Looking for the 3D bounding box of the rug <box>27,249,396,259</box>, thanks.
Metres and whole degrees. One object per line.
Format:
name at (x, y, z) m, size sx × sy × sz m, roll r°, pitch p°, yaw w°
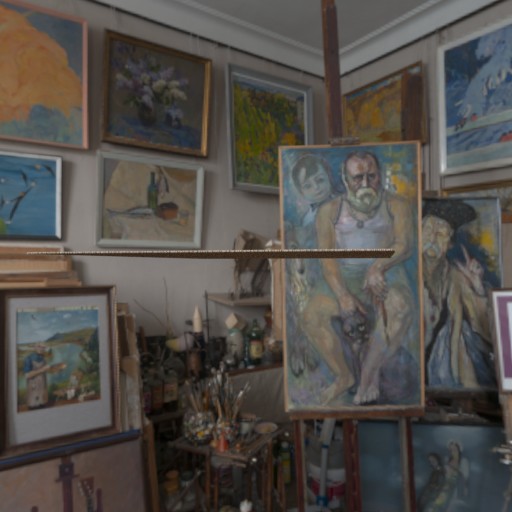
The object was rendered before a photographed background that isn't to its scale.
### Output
rug at (0.000, 0.000, 4.116) m, size 2.439 × 0.013 × 3.048 m, roll 0°, pitch -1°, yaw 17°
